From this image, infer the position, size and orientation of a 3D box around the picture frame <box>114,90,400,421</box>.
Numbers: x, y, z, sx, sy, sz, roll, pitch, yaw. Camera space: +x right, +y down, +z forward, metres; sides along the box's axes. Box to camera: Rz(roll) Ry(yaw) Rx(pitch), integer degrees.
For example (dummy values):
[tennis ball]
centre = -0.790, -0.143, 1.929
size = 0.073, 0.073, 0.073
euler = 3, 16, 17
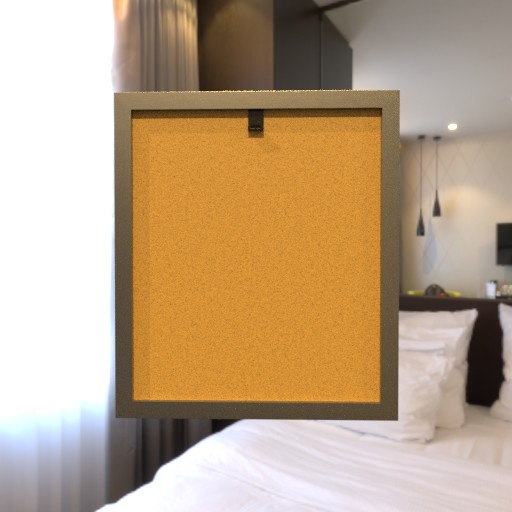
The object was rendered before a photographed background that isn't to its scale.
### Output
[picture frame]
centre = 0.000, 0.000, 1.342
size = 0.839, 0.968, 0.073
euler = 0, 1, 1
